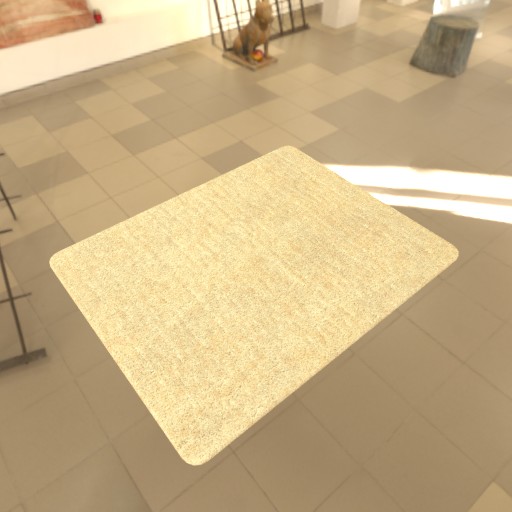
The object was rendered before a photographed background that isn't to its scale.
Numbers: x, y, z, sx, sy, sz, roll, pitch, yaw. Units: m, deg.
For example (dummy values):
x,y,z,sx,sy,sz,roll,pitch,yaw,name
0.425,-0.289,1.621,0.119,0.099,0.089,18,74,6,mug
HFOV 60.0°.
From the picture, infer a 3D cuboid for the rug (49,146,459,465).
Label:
x,y,z,sx,sy,sz,roll,pitch,yaw,name
0.000,0.000,3.419,2.528,0.048,2.009,-31,53,-26,rug
